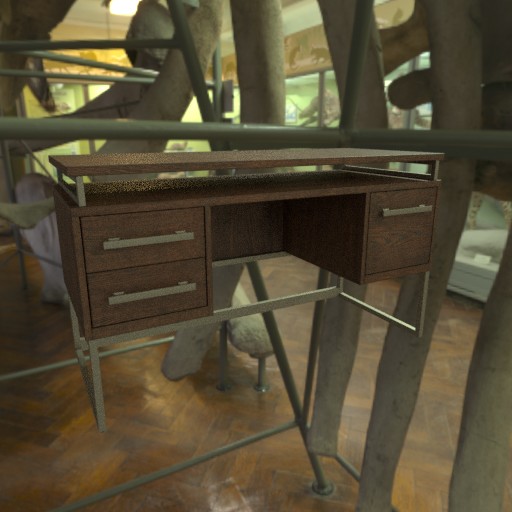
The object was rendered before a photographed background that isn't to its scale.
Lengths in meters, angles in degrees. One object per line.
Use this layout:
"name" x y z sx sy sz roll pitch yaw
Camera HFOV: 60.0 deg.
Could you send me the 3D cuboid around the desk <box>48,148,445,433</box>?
"desk" 0.000 0.000 1.772 1.384 0.792 0.610 -8 18 -27
